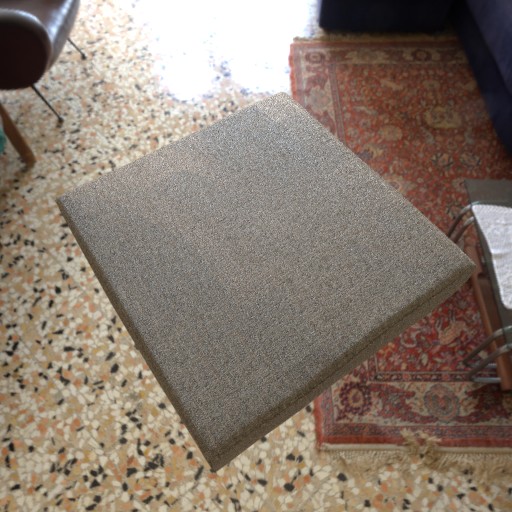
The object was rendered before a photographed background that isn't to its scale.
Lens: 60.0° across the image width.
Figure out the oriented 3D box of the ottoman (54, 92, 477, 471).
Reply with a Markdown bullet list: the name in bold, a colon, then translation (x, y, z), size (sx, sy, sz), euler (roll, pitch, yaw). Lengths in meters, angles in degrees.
- **ottoman**: translation (0.000, 0.000, 1.542), size (0.981, 0.379, 1.016), euler (-31, 63, -18)
